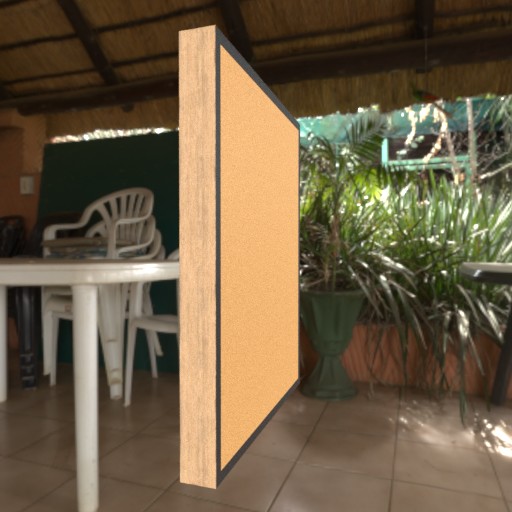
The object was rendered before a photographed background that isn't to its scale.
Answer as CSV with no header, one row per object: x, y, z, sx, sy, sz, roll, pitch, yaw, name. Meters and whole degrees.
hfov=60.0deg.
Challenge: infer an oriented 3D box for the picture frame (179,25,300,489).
0.000,0.000,0.709,0.046,0.526,0.421,0,1,19,picture frame
